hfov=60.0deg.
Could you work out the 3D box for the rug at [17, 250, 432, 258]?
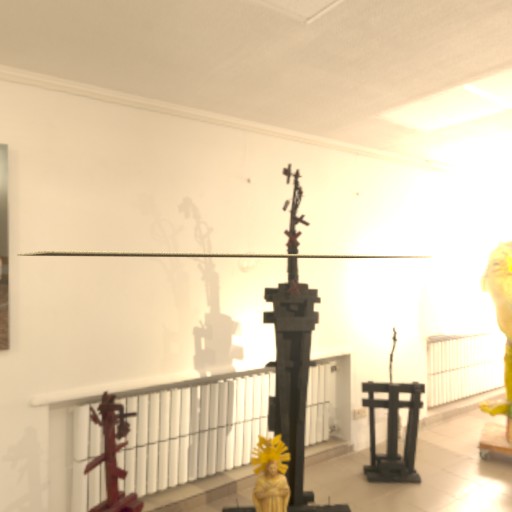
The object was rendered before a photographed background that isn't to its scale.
[{"bbox_3d":[0.000,0.000,2.642,2.435,0.009,0.750,1,-1,-35],"label":"rug"}]
